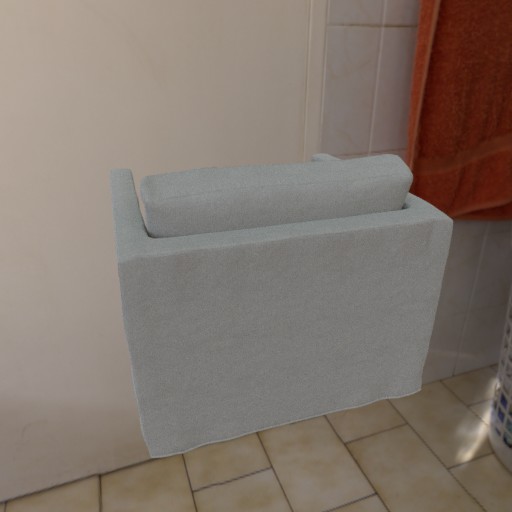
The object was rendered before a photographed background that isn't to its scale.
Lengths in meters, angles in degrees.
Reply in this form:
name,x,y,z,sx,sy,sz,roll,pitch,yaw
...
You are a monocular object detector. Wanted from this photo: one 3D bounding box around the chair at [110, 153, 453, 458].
name,x,y,z,sx,sy,sz,roll,pitch,yaw
chair,0.000,0.000,1.748,1.057,0.863,0.949,-8,27,-16
